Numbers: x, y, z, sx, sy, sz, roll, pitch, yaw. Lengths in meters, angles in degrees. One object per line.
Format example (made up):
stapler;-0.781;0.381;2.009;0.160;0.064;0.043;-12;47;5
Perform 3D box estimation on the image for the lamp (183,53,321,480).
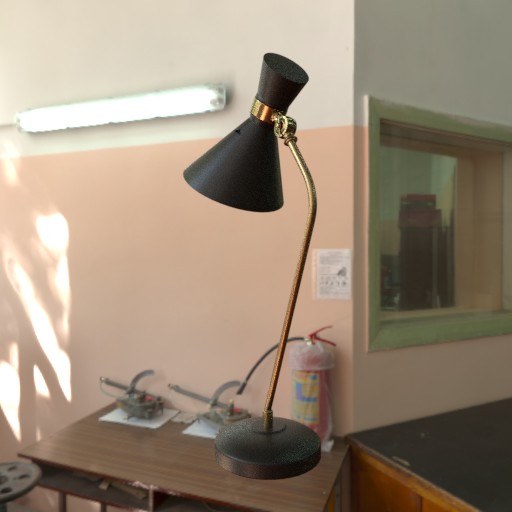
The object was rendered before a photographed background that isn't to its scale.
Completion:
lamp;0.000;0.000;0.750;0.189;0.647;0.292;0;1;-35
